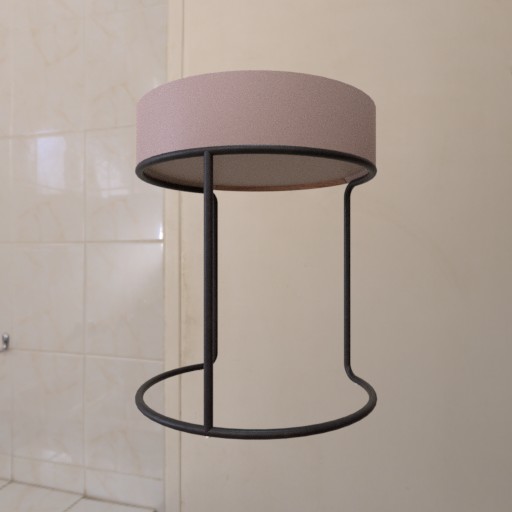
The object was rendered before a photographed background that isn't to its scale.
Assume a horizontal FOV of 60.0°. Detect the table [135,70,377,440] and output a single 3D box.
[{"bbox_3d":[0.000,0.000,0.854,0.450,0.530,0.450,0,0,0],"label":"table"}]
